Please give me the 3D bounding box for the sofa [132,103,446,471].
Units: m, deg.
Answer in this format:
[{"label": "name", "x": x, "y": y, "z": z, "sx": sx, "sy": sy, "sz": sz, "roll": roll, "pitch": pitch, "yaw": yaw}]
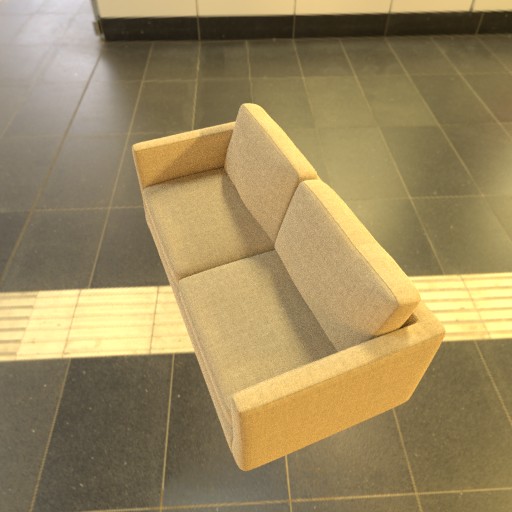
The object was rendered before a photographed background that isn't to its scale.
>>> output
[{"label": "sofa", "x": 0.000, "y": 0.000, "z": 2.464, "sx": 0.950, "sy": 0.963, "sz": 1.884, "roll": -17, "pitch": 49, "yaw": -15}]
